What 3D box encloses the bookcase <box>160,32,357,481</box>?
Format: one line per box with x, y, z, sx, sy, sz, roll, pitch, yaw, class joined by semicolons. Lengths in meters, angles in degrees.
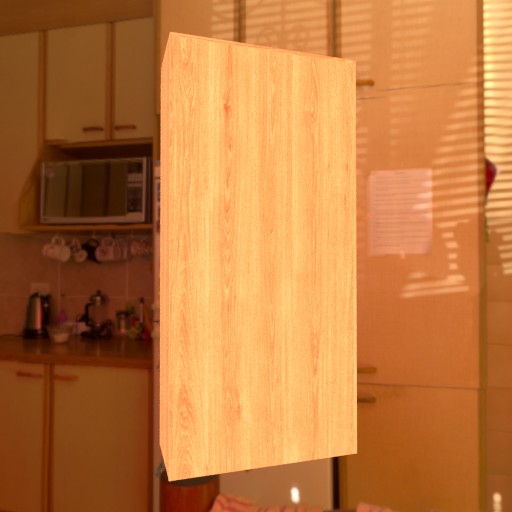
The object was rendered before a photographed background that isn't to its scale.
0.000;0.000;2.335;0.950;2.020;0.420;0;-1;-18;bookcase
